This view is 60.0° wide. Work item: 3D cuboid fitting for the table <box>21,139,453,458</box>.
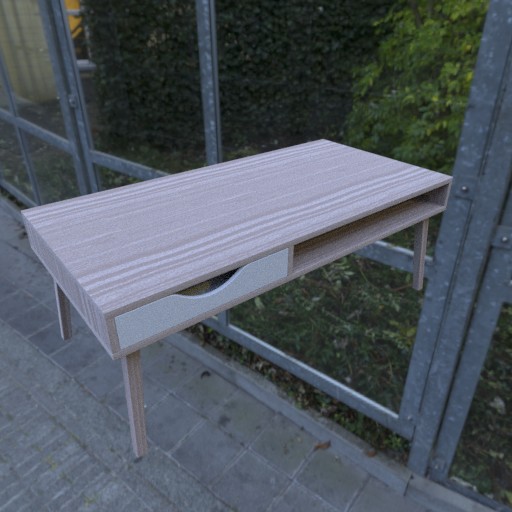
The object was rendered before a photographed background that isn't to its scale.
[{"bbox_3d":[0.000,0.000,1.466,1.200,0.450,0.600,-21,36,-33],"label":"table"}]
